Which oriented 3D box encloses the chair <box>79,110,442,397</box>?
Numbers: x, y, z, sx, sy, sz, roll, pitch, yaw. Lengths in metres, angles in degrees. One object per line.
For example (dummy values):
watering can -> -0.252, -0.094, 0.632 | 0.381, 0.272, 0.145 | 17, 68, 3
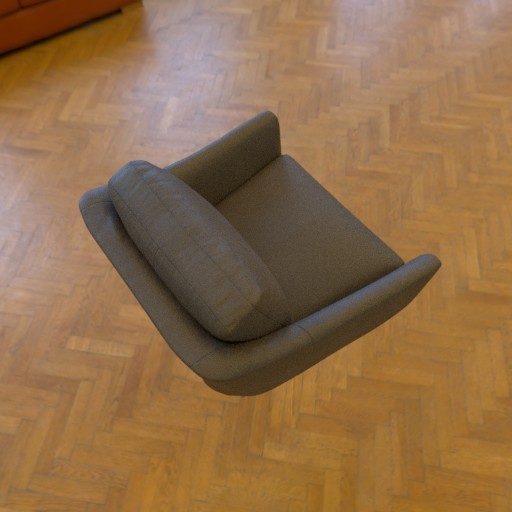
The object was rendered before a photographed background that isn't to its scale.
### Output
chair -> 0.000, 0.000, 1.735 | 0.961, 0.901, 0.988 | -34, 65, -18
